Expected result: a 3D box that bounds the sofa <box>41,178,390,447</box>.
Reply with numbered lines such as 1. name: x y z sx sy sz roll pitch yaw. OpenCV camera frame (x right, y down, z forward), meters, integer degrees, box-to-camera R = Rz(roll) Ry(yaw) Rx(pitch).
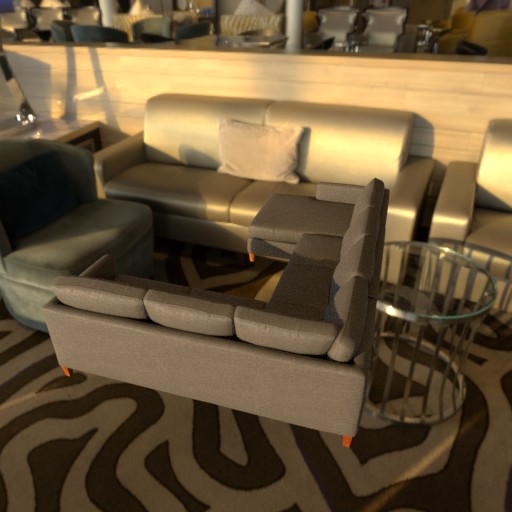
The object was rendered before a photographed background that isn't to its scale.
1. sofa: 0.000 0.000 4.744 2.594 0.961 3.460 9 31 15
